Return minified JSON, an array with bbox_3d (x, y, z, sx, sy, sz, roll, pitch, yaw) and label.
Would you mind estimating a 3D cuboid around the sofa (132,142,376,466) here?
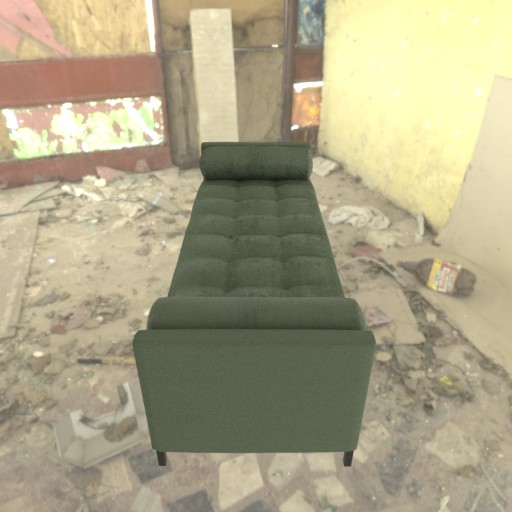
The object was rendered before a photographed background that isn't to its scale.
[{"bbox_3d":[0.000,0.000,2.434,0.817,0.681,2.130,0,31,0],"label":"sofa"}]
